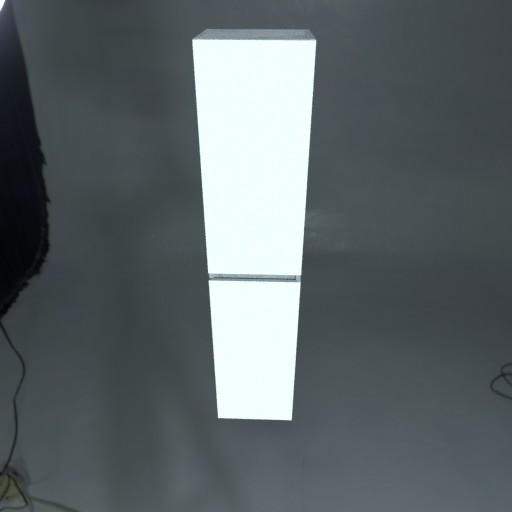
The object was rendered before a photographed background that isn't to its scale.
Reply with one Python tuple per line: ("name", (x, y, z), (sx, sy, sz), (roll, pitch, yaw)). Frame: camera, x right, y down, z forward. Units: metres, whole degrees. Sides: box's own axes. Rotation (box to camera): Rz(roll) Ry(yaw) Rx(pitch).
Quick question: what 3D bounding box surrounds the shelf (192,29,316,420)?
("shelf", (0.000, 0.000, 1.556), (0.300, 1.400, 0.270), (1, 32, 2))
